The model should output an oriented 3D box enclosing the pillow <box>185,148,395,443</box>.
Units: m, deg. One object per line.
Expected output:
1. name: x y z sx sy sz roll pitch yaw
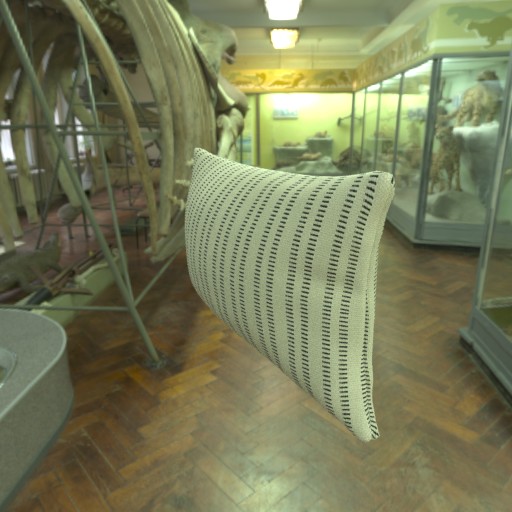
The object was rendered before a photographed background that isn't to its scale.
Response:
1. pillow: 0.000 0.000 0.797 0.210 0.353 0.640 -8 18 -26
